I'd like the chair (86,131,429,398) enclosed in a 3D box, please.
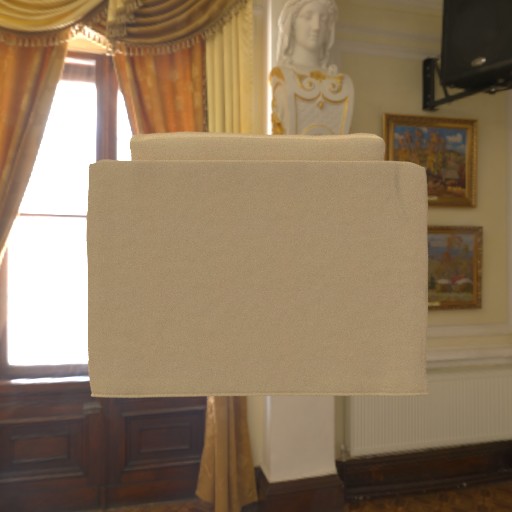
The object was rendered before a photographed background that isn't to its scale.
[{"bbox_3d":[0.000,0.000,1.780,1.057,0.851,0.947,0,-1,-1],"label":"chair"}]
